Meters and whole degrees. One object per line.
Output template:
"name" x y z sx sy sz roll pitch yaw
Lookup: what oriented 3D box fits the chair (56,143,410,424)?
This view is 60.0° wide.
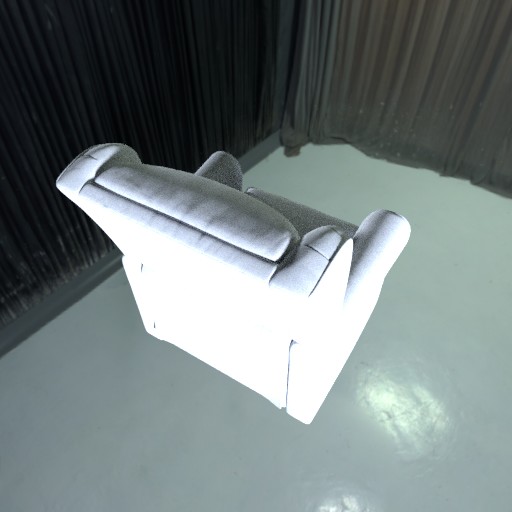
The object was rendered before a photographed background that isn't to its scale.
"chair" 0.000 0.000 1.633 0.906 0.967 0.854 24 50 22
